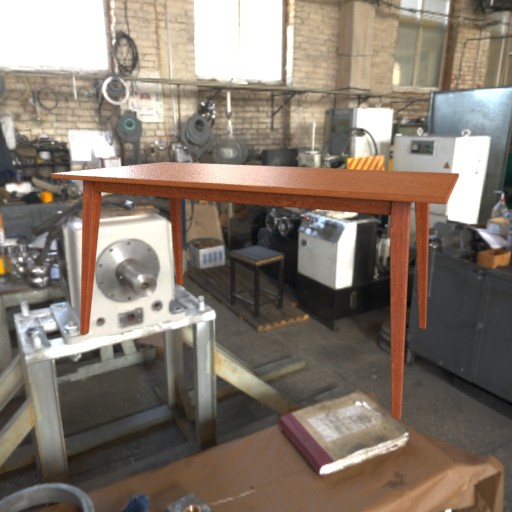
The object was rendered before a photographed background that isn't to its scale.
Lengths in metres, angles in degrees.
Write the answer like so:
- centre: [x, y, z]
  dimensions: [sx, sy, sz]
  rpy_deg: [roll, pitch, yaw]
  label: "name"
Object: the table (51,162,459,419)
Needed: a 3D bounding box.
- centre: [0.000, 0.000, 2.055]
  dimensions: [1.609, 0.755, 0.811]
  rpy_deg: [8, 18, 25]
  label: "table"
